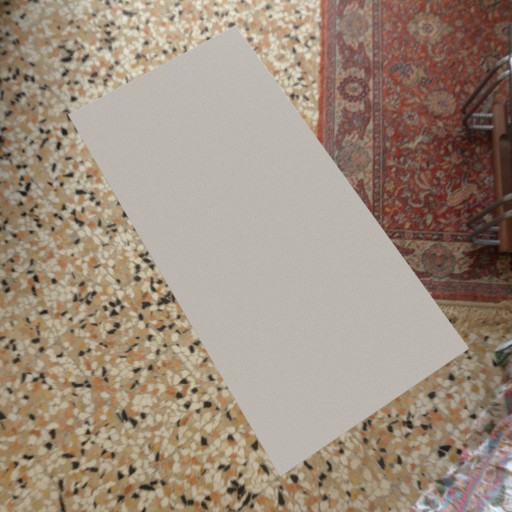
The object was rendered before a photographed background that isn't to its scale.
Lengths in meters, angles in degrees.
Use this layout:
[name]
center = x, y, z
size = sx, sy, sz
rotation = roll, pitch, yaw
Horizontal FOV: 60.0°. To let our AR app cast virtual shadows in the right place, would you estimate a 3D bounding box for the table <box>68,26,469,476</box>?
[table]
center = 0.000, 0.000, 1.371
size = 0.498, 0.660, 0.991
rotation = -31, 79, -7
